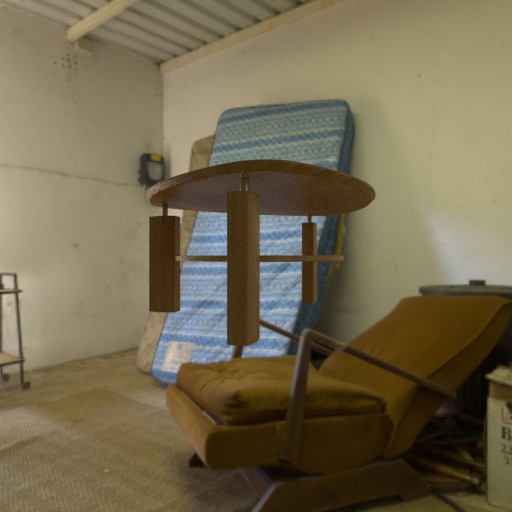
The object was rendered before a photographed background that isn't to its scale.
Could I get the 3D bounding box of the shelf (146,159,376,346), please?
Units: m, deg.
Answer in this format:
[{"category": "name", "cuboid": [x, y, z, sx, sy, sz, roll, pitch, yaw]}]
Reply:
[{"category": "shelf", "cuboid": [0.000, 0.000, 1.656, 0.863, 0.439, 1.240, 0, 0, 16]}]
